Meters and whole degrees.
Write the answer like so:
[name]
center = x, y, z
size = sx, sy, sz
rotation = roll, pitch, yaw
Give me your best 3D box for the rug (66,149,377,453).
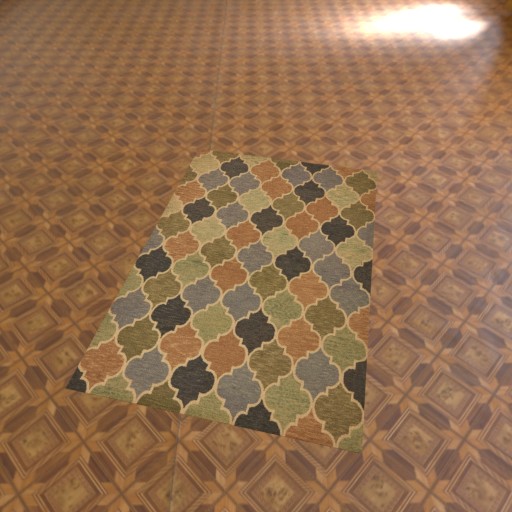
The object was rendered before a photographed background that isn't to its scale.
[rug]
center = 0.000, 0.000, 2.960
size = 1.521, 0.006, 2.284
rotation = 9, 47, 9
